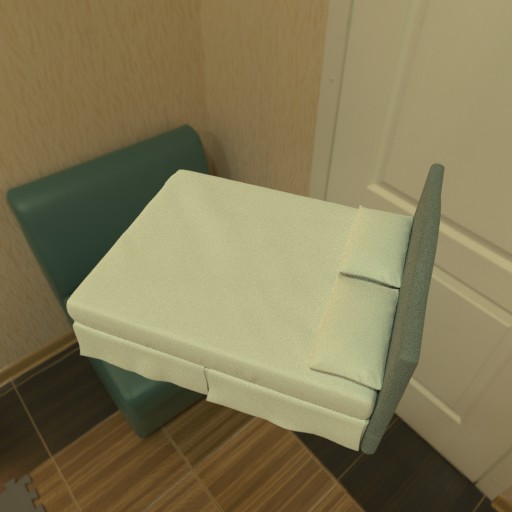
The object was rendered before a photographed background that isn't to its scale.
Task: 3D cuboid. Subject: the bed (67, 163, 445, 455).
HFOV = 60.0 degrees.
[{"bbox_3d":[0.000,0.000,3.888,2.689,1.457,2.161,15,48,14],"label":"bed"}]
